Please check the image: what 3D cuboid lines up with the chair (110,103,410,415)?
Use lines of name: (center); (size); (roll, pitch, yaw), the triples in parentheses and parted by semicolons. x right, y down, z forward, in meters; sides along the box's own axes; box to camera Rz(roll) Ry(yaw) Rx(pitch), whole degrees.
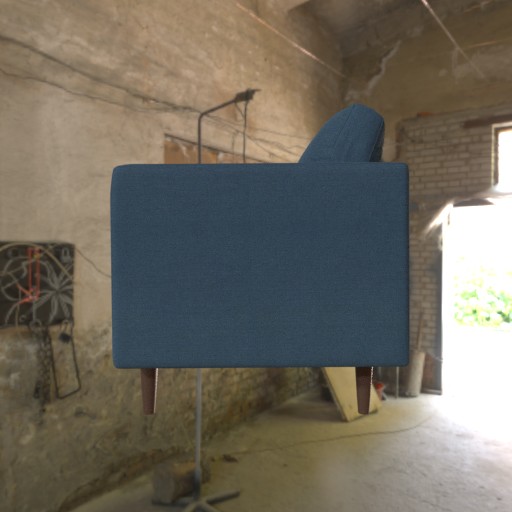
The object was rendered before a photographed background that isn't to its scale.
chair: (0.000, 0.000, 1.568); (0.820, 0.922, 0.855); (0, 1, 0)
